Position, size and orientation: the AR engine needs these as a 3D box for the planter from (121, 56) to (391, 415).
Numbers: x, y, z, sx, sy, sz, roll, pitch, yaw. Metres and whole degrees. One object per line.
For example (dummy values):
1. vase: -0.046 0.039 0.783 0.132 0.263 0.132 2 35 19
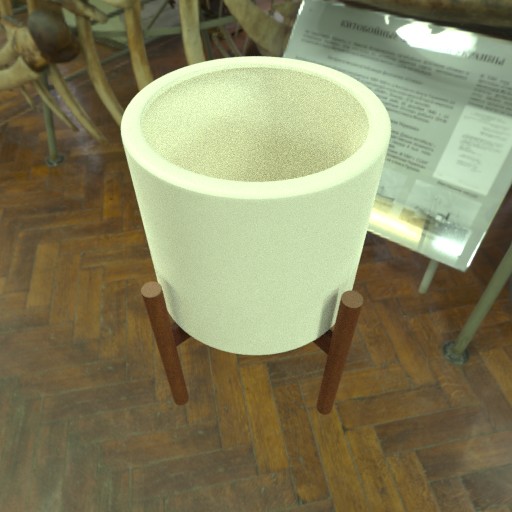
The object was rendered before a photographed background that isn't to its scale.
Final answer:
1. planter: 0.000 0.000 0.502 0.224 0.358 0.224 3 47 2
